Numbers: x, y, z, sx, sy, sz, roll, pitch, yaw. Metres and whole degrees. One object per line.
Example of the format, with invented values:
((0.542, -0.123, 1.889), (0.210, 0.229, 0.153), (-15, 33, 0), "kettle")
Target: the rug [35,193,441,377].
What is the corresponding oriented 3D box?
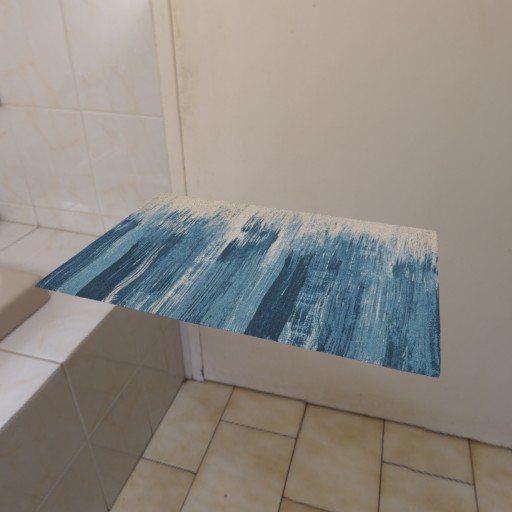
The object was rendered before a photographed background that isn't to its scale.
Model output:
((0.000, 0.000, 2.358), (1.836, 0.009, 1.232), (10, 32, 16), "rug")
